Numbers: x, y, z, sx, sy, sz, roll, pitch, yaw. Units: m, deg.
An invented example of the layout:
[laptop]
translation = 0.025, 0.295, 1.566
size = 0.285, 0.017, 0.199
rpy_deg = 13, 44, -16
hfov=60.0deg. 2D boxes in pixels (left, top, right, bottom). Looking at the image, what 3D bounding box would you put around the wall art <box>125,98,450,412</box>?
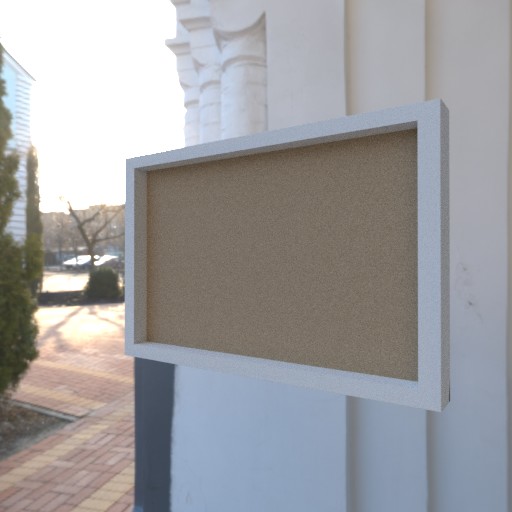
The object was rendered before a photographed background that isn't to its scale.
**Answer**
[wall art]
translation = 0.000, 0.000, 0.480
size = 0.384, 0.254, 0.039
rpy_deg = 0, 0, 34
